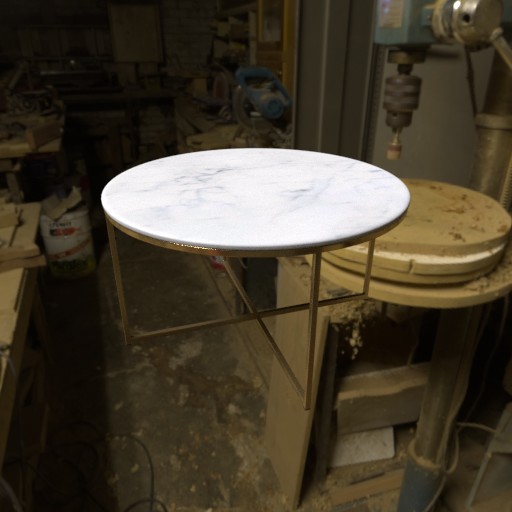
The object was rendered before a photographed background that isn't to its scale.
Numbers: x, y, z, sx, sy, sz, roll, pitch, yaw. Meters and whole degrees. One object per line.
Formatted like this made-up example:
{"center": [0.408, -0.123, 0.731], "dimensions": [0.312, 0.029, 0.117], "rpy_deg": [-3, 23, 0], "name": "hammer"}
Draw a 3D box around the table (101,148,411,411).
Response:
{"center": [0.000, 0.000, 1.299], "dimensions": [0.800, 0.450, 0.800], "rpy_deg": [0, 27, 0], "name": "table"}
